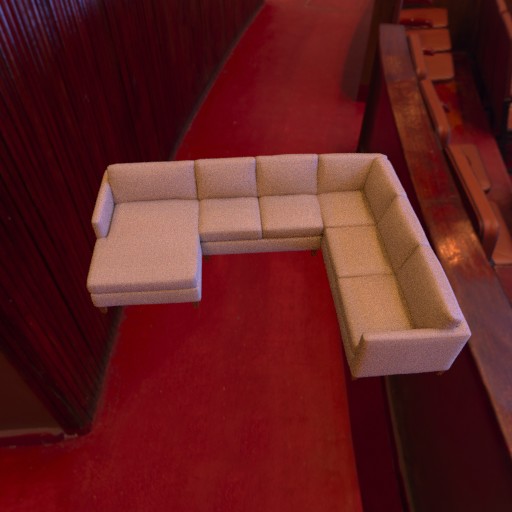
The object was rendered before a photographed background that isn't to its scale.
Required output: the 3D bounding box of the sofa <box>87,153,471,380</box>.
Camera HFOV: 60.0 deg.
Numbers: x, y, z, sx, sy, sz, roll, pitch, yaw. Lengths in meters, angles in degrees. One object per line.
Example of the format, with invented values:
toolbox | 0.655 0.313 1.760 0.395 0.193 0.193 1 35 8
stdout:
sofa | 0.000 0.000 4.657 3.460 0.961 2.594 -3 47 -3
